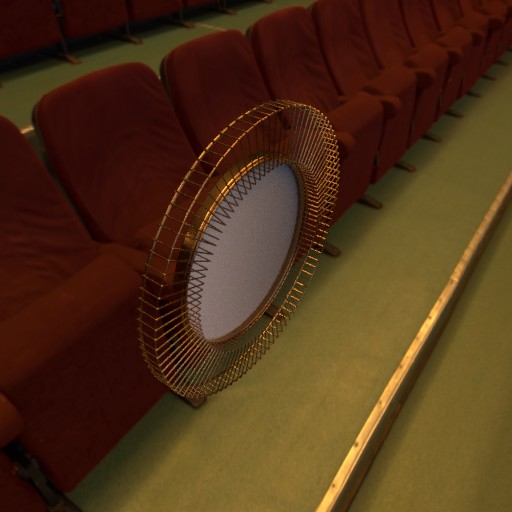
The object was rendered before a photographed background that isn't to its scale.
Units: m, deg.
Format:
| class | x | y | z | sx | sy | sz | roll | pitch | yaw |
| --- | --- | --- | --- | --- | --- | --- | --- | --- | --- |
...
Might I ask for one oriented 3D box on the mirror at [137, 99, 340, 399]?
| class | x | y | z | sx | sy | sz | roll | pitch | yaw |
| --- | --- | --- | --- | --- | --- | --- | --- | --- | --- |
| mirror | 0.000 | 0.000 | 1.043 | 0.067 | 0.703 | 0.703 | 25 | 46 | 26 |
